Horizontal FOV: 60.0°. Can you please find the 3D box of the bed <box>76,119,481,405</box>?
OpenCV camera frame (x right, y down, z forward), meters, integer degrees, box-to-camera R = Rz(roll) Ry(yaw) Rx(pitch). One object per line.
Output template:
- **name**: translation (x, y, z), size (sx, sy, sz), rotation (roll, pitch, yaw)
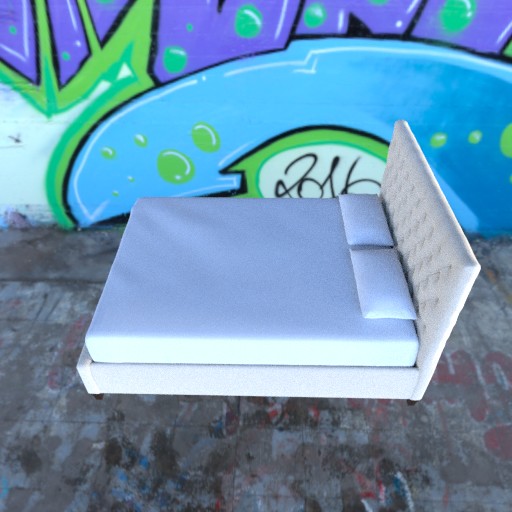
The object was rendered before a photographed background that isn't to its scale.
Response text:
- **bed**: translation (0.000, 0.000, 3.366), size (2.387, 1.427, 1.698), rotation (1, 43, 1)
